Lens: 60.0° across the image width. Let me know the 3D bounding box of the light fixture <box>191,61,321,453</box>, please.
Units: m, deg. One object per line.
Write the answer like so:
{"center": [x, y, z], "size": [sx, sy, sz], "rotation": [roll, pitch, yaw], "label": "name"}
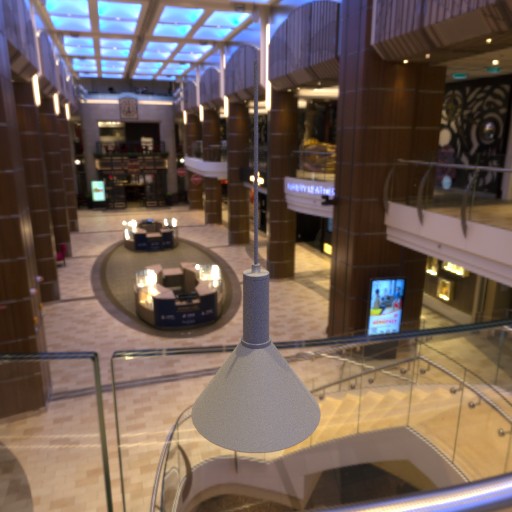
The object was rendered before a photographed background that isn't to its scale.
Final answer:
{"center": [0.000, 0.000, 0.839], "size": [0.267, 0.683, 0.267], "rotation": [7, 17, 25], "label": "light fixture"}
